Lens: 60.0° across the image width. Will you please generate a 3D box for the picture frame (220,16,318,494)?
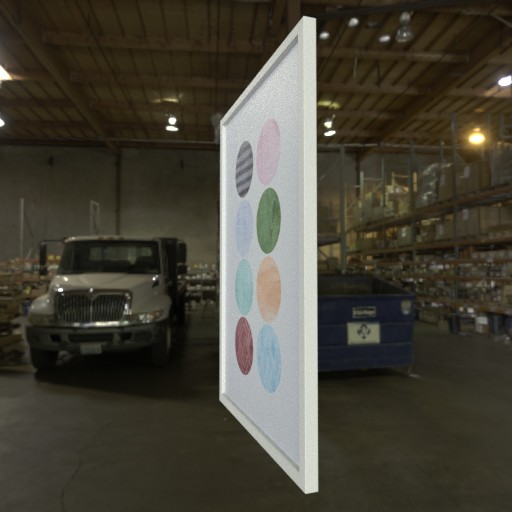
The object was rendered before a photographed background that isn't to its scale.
[{"bbox_3d":[0.000,0.000,0.548,0.013,0.434,0.305,1,-2,-19],"label":"picture frame"}]
